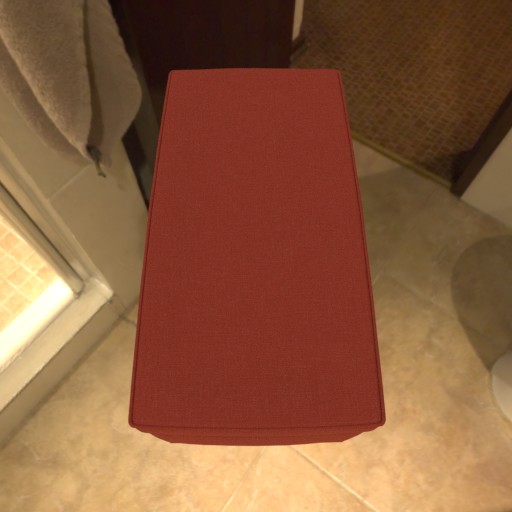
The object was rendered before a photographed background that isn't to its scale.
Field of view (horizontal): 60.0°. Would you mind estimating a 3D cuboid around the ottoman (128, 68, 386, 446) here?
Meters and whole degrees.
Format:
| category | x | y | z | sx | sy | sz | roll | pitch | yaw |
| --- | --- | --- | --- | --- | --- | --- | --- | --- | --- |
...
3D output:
| category | x | y | z | sx | sy | sz | roll | pitch | yaw |
| --- | --- | --- | --- | --- | --- | --- | --- | --- | --- |
| ottoman | 0.000 | 0.000 | 1.207 | 0.497 | 0.454 | 0.948 | 0 | 63 | 0 |
